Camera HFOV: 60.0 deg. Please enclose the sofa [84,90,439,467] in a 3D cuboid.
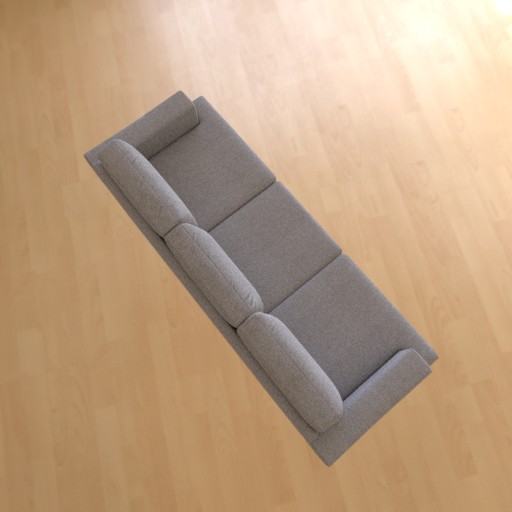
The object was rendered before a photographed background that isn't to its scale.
[{"bbox_3d":[0.000,0.000,2.742,0.920,0.810,2.310,-38,77,-10],"label":"sofa"}]
